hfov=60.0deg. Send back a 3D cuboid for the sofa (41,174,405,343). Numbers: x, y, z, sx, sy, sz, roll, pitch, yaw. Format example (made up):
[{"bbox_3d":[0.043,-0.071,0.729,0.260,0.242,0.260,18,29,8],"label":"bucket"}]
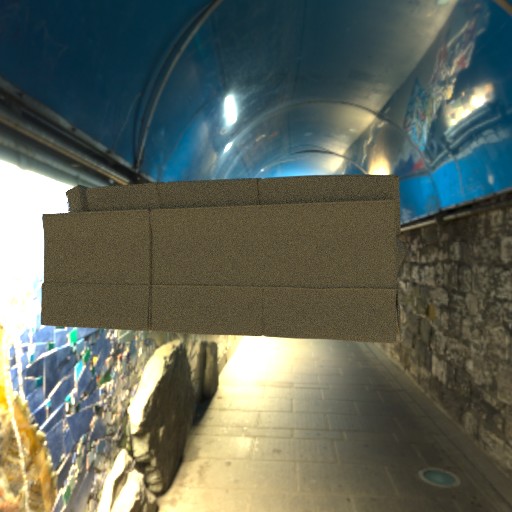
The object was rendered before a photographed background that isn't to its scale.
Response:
[{"bbox_3d":[0.000,0.000,4.152,2.591,1.070,2.597,0,-1,17],"label":"sofa"}]
